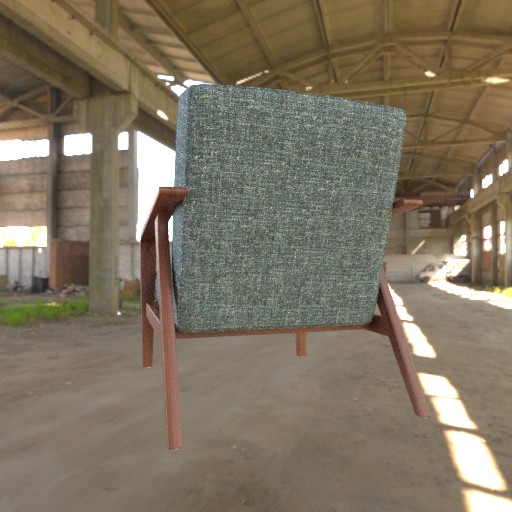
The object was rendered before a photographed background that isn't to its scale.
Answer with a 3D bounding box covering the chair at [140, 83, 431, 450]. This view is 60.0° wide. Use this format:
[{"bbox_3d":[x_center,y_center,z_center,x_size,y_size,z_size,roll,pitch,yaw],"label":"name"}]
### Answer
[{"bbox_3d":[0.000,0.000,1.494,0.719,0.864,0.889,0,-1,-18],"label":"chair"}]
